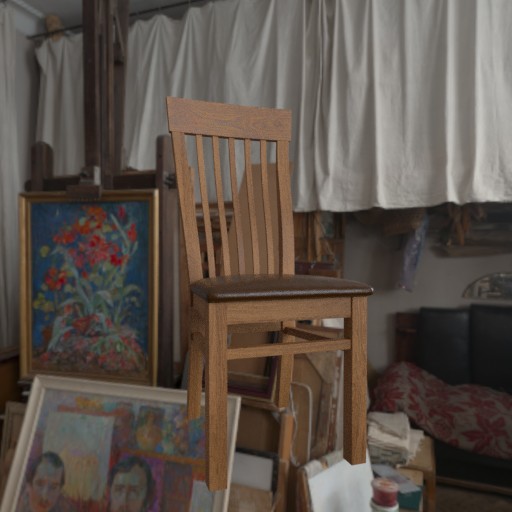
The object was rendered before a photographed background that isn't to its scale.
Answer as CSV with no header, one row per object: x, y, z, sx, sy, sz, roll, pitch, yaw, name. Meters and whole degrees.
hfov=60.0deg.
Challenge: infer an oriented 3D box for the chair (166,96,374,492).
0.000,0.000,1.310,0.450,1.050,0.580,0,1,-19,chair
